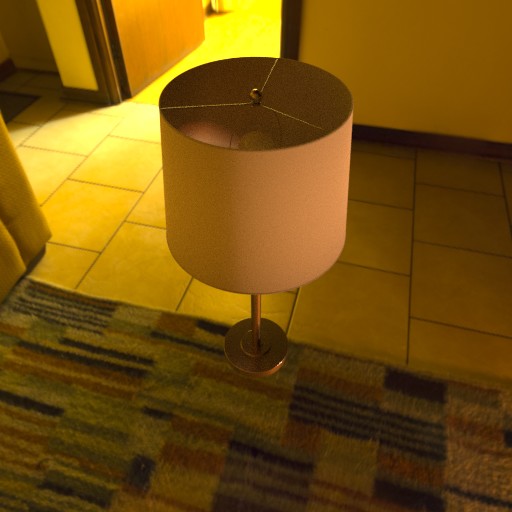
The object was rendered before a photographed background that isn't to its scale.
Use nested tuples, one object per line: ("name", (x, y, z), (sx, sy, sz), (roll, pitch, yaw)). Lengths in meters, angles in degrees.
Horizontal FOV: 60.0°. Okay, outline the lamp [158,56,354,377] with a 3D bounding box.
("lamp", (0.000, 0.000, 0.891), (0.333, 0.696, 0.333), (0, 46, 0))
